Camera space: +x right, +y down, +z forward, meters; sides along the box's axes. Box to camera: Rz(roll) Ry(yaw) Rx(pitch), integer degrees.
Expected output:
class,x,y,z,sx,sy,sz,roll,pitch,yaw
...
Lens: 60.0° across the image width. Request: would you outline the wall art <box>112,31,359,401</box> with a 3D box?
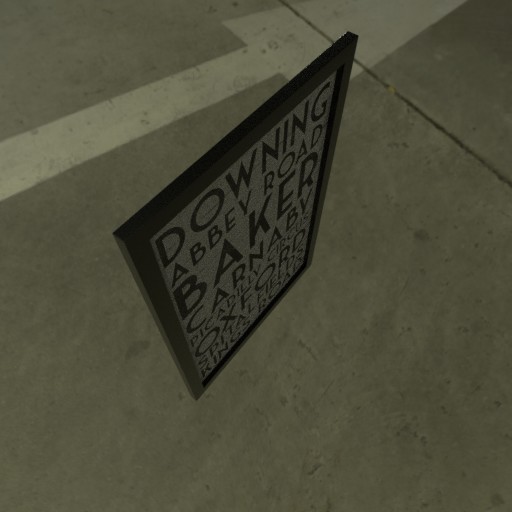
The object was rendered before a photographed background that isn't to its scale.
class,x,y,z,sx,sy,sz,roll,pitch,yaw
wall art,0.000,0.000,0.548,0.013,0.432,0.304,34,64,19
